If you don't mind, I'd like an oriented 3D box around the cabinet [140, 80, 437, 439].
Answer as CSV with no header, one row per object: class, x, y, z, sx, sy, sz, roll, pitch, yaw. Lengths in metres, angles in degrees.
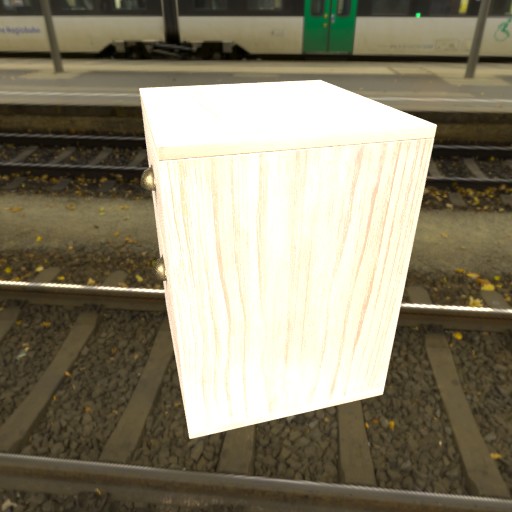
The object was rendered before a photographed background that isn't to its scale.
cabinet,0.000,0.000,0.875,0.401,0.579,0.409,-8,31,-13
